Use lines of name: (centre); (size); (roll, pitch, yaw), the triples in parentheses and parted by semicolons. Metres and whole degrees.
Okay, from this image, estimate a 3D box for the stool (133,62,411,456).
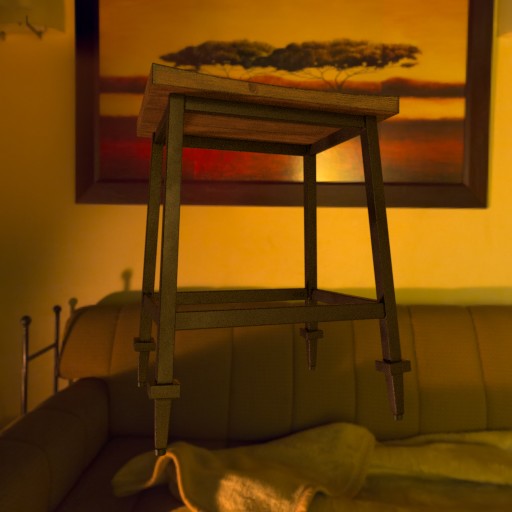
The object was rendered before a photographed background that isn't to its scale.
stool: (0.000, 0.000, 0.951); (0.486, 0.625, 0.405); (0, 1, -19)
